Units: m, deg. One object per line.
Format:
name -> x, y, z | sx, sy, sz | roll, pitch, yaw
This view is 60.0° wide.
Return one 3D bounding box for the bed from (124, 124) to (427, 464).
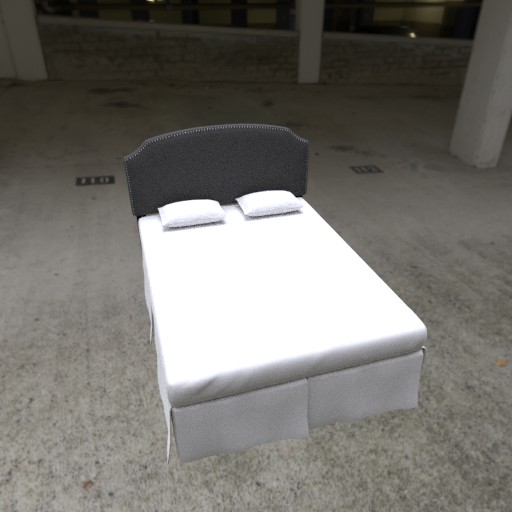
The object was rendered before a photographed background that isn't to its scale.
bed -> 0.000, 0.000, 3.007 | 1.558, 1.270, 1.999 | -9, 32, -14
